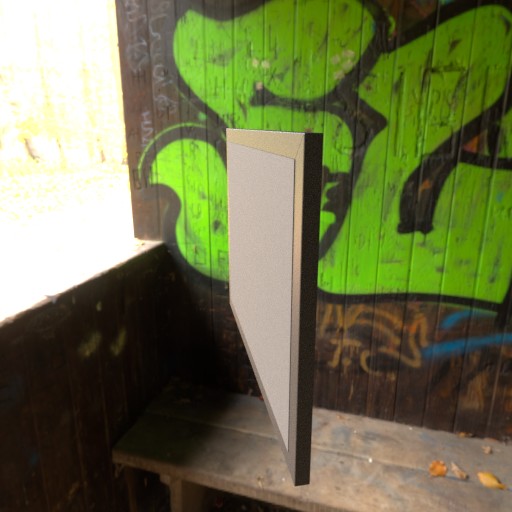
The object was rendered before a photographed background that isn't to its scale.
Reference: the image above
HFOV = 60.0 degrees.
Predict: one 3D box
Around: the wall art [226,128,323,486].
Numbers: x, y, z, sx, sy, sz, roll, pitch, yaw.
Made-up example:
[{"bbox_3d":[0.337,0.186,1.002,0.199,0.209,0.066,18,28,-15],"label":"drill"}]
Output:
[{"bbox_3d":[0.000,0.000,0.559,0.016,0.306,0.432,-3,17,-10],"label":"wall art"}]
